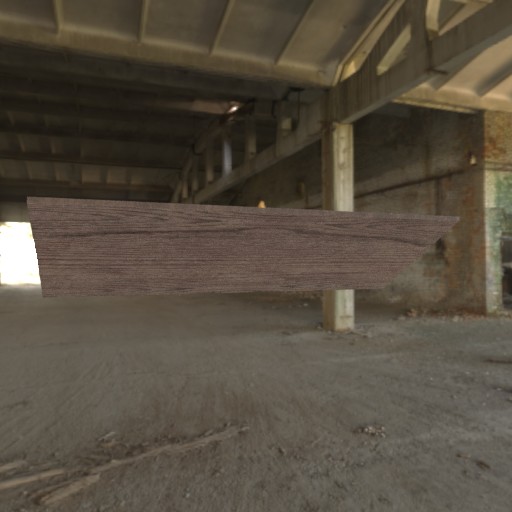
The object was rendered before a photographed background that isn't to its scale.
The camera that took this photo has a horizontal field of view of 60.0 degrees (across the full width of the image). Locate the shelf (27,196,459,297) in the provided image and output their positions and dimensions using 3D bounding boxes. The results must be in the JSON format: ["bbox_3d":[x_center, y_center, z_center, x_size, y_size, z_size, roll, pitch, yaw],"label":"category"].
[{"bbox_3d":[0.000,0.000,0.683,0.610,0.125,0.200,0,-1,-21],"label":"shelf"}]
